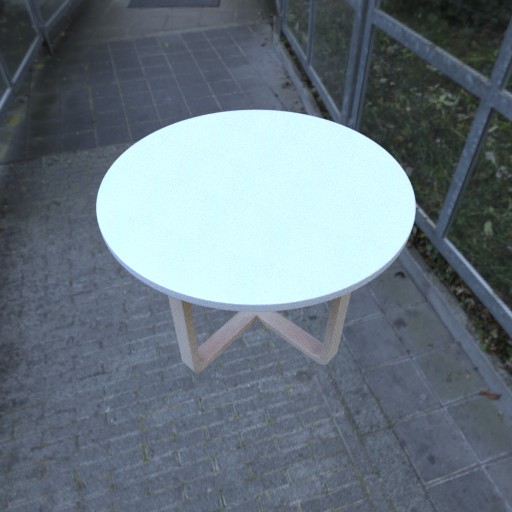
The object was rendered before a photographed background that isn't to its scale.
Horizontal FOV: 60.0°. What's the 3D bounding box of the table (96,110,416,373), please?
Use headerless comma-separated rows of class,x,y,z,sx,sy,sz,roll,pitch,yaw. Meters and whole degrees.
table,0.000,0.000,0.999,0.600,0.400,0.600,0,45,0
